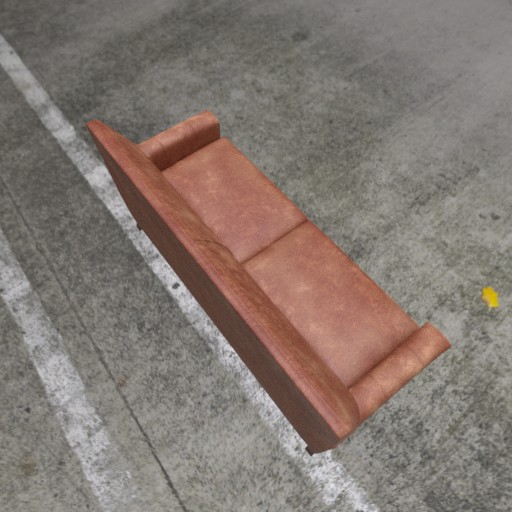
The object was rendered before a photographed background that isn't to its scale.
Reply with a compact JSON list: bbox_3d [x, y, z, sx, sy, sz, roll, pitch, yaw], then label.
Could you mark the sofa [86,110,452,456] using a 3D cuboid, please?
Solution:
[{"bbox_3d":[0.000,0.000,2.502,0.805,0.947,2.053,-33,63,-19],"label":"sofa"}]
